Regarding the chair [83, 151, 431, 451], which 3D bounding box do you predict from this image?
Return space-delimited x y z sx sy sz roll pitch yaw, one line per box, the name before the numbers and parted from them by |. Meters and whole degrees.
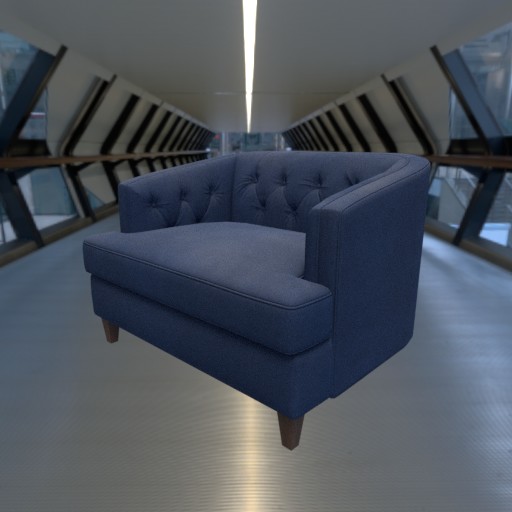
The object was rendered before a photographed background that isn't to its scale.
chair | 0.000 0.000 1.747 1.118 0.787 0.914 13 19 42
